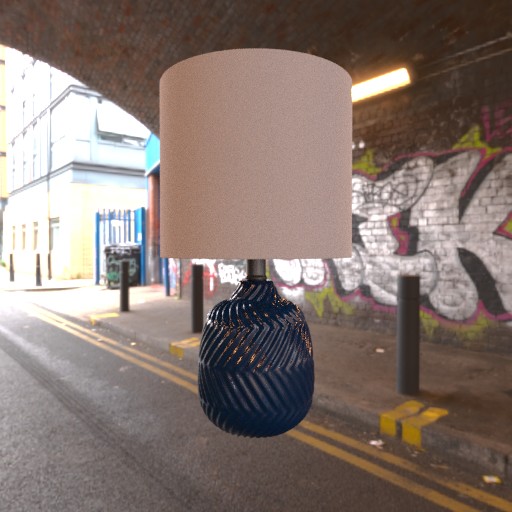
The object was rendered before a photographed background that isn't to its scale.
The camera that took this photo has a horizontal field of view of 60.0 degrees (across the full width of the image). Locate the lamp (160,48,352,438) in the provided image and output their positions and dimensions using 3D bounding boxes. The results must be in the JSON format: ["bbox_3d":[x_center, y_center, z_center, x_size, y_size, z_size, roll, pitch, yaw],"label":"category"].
[{"bbox_3d":[0.000,0.000,0.481,0.203,0.368,0.203,0,1,0],"label":"lamp"}]
